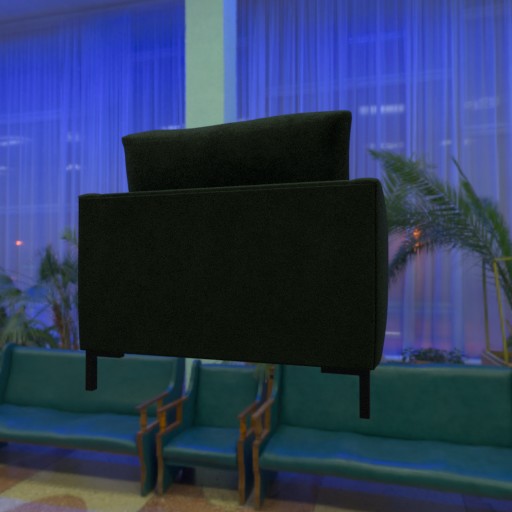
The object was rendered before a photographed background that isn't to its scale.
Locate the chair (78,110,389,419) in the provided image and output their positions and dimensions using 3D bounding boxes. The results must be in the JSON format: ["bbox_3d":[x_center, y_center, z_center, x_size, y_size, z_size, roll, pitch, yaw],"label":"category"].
[{"bbox_3d":[0.000,0.000,1.679,0.963,0.861,0.866,0,-1,17],"label":"chair"}]
